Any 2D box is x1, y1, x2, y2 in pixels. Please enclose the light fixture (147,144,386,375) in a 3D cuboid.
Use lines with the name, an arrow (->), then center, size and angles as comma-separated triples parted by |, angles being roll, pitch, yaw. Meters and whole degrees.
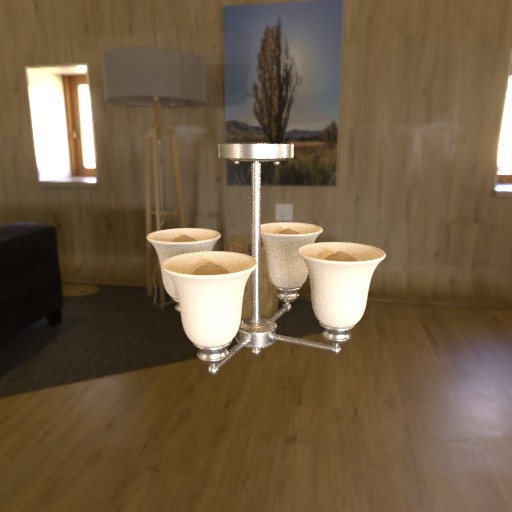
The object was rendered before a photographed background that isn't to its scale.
light fixture -> 0.000, 0.000, 0.756 | 0.427, 0.370, 0.427 | 7, 16, 25
